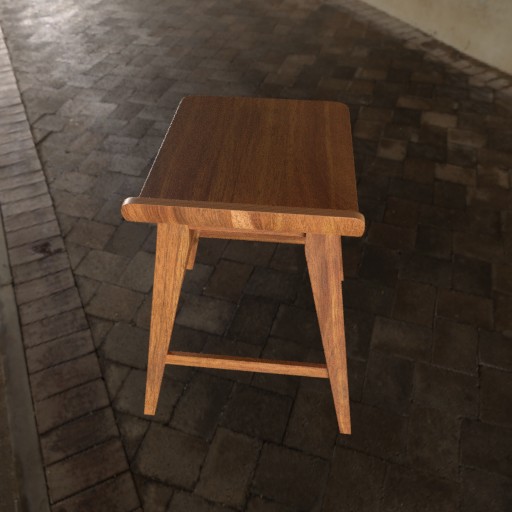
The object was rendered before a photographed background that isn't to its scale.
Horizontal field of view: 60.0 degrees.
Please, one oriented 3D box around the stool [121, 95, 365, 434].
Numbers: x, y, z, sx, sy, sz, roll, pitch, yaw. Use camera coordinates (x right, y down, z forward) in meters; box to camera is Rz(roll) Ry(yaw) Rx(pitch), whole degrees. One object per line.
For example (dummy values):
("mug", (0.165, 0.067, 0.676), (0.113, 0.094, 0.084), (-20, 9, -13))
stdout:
("stool", (0.000, 0.000, 1.001), (0.500, 0.650, 0.500), (4, 47, 4))
